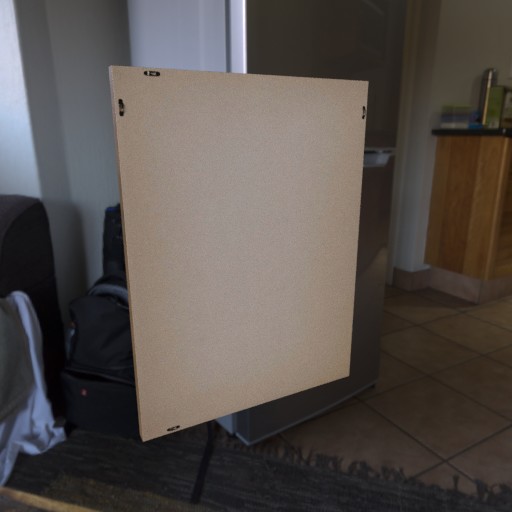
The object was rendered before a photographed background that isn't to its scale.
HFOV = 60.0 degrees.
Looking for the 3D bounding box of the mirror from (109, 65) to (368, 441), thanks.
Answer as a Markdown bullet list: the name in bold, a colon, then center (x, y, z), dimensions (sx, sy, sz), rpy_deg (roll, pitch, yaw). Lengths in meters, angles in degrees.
- **mirror**: center (0.000, 0.000, 1.336), dimensions (0.762, 1.016, 0.040), rpy_deg (-8, 18, -27)
